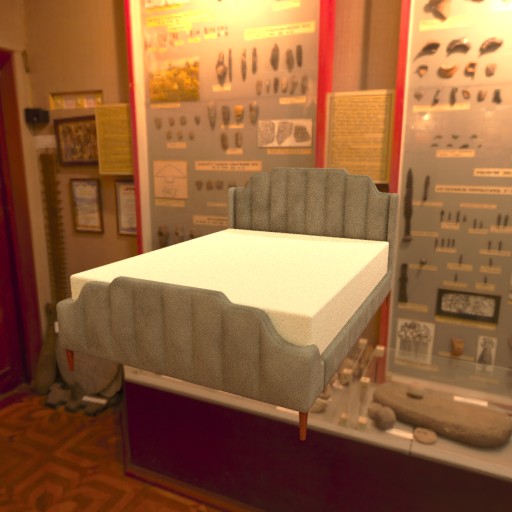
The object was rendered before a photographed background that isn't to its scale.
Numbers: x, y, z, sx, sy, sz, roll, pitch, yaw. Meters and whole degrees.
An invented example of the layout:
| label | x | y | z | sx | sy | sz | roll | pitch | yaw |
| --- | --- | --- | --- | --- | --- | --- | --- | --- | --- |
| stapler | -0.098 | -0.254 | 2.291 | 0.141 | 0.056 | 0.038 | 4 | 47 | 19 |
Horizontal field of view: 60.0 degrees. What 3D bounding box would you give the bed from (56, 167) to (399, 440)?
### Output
| label | x | y | z | sx | sy | sz | roll | pitch | yaw |
| --- | --- | --- | --- | --- | --- | --- | --- | --- | --- |
| bed | 0.000 | 0.000 | 3.351 | 1.676 | 1.245 | 2.340 | 6 | 14 | 26 |
